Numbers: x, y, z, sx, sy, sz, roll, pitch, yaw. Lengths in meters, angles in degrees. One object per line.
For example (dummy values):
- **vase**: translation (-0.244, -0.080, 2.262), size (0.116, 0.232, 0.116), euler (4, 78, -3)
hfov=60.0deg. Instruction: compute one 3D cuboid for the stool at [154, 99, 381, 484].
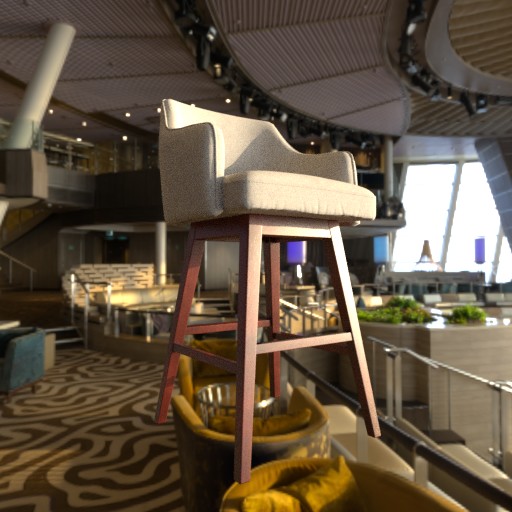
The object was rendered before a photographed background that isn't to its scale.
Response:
- **stool**: translation (0.000, 0.000, 1.334), size (0.548, 1.012, 0.558), euler (1, -1, -36)
